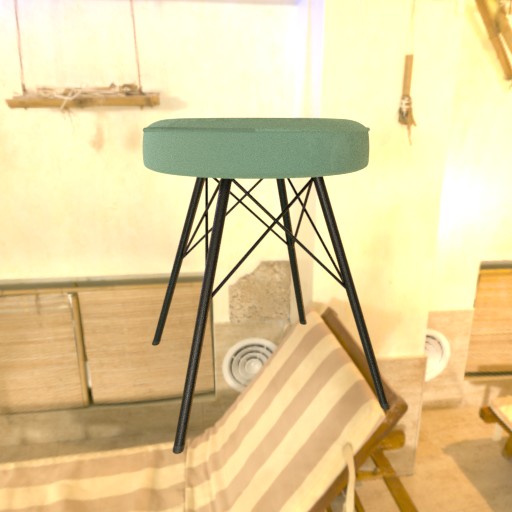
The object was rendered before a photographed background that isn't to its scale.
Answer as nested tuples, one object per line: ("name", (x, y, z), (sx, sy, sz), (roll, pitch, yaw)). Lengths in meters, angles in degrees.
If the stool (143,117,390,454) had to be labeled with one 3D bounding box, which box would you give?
("stool", (0.000, 0.000, 0.879), (0.458, 0.519, 0.457), (-3, 16, -9))
